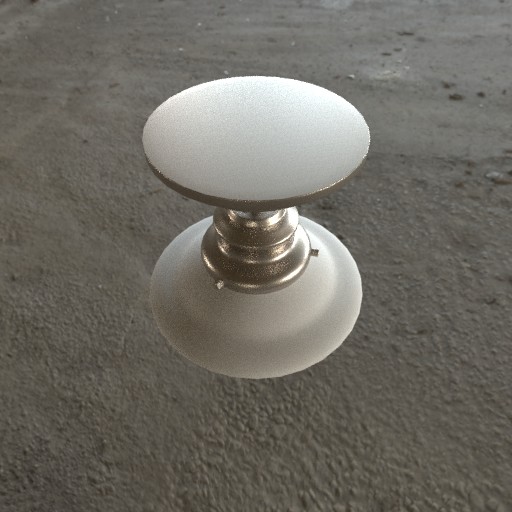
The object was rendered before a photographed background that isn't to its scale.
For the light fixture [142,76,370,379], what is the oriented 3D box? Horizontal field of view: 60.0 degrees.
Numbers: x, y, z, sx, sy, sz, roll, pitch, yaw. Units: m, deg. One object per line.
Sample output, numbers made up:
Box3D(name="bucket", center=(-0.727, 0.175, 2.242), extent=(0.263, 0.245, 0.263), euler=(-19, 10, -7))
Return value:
Box3D(name="light fixture", center=(0.000, 0.000, 0.391), extent=(0.199, 0.254, 0.199), euler=(0, 47, 0))
